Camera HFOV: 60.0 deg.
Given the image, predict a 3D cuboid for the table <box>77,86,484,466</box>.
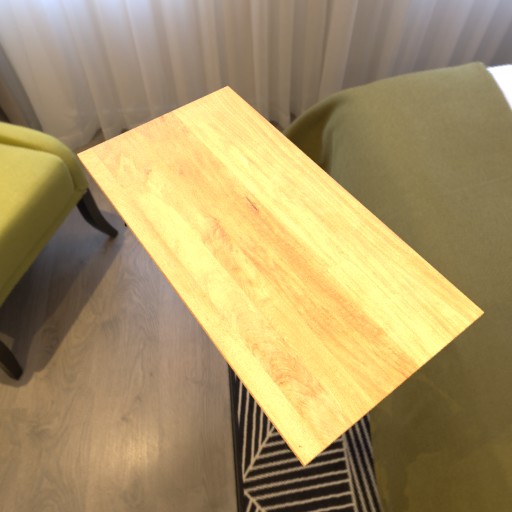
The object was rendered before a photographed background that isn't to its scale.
[{"bbox_3d":[0.000,0.000,1.672,0.699,0.400,1.348,-32,62,-19],"label":"table"}]
